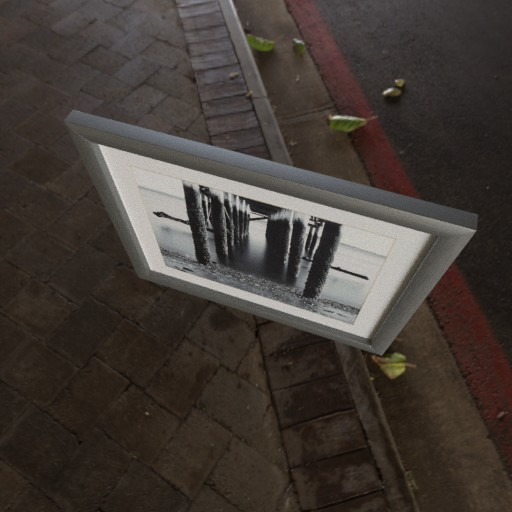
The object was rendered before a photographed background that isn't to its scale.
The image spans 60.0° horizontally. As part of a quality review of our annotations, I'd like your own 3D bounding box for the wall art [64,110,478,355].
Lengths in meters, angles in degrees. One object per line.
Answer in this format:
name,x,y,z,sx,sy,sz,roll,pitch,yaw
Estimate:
wall art,0.000,0.000,0.767,0.556,0.457,0.028,17,61,10
